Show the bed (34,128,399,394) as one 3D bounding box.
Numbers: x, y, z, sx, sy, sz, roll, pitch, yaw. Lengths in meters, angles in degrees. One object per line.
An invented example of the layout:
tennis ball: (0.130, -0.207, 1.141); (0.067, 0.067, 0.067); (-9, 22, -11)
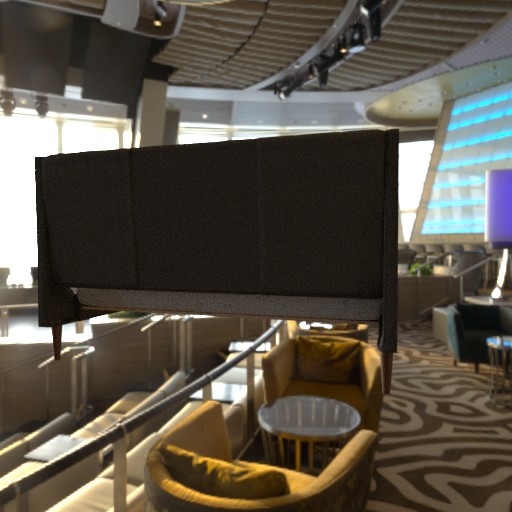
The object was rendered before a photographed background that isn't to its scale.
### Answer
bed: (0.000, 0.000, 2.493); (1.531, 0.933, 1.638); (1, 2, 18)
